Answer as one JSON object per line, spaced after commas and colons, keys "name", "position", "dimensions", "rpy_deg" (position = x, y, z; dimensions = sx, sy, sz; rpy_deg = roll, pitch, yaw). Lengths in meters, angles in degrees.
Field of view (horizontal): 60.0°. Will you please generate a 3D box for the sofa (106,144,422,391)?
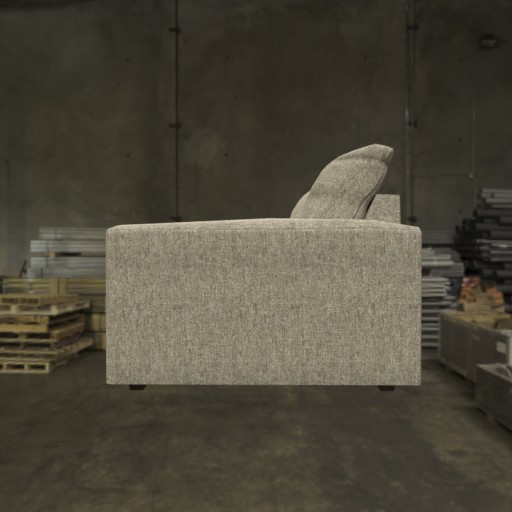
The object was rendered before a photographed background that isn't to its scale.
{"name": "sofa", "position": [0.000, 0.000, 2.307], "dimensions": [1.094, 0.877, 1.758], "rpy_deg": [0, 1, 1]}
